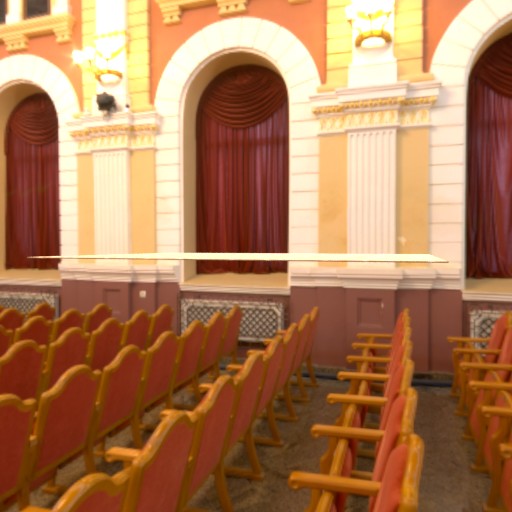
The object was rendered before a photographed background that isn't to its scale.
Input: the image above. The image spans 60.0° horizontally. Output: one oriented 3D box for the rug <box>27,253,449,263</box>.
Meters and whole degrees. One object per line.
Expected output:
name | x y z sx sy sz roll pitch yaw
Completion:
rug | 0.000 0.000 4.438 3.353 0.010 2.438 0 1 19
